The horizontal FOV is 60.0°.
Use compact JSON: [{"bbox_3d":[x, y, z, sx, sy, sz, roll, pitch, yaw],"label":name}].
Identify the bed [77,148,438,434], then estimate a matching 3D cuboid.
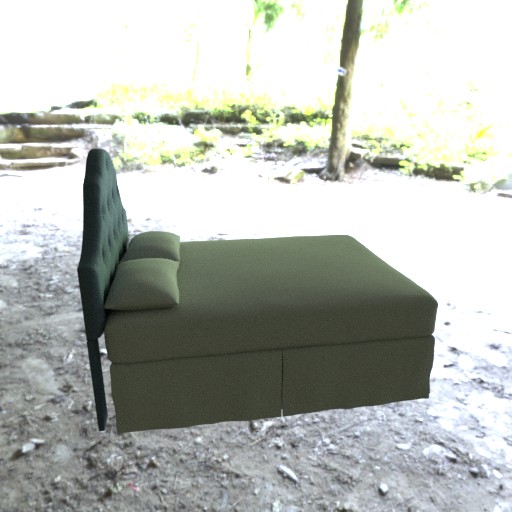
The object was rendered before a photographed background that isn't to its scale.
[{"bbox_3d":[0.000,0.000,3.263,2.155,1.575,1.636,-3,19,-9],"label":"bed"}]
